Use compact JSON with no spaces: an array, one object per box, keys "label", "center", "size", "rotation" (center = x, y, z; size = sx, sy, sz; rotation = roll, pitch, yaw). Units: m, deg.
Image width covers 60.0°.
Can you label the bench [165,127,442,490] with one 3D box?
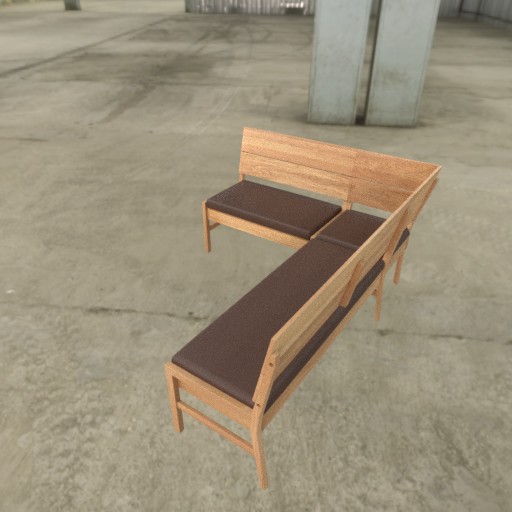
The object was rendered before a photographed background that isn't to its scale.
[{"label":"bench","center":[0.000,0.000,2.723],"size":[1.549,0.890,1.975],"rotation":[20,37,28]}]
